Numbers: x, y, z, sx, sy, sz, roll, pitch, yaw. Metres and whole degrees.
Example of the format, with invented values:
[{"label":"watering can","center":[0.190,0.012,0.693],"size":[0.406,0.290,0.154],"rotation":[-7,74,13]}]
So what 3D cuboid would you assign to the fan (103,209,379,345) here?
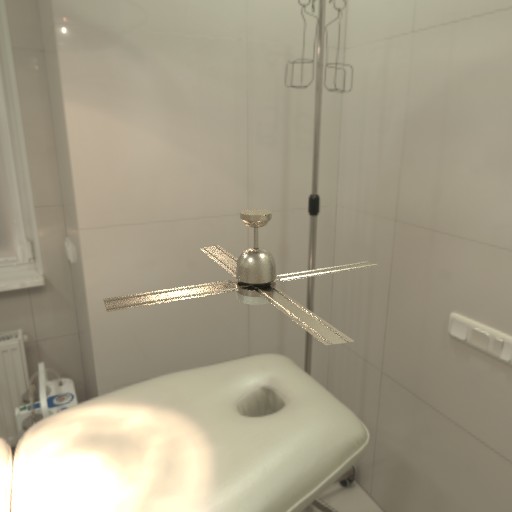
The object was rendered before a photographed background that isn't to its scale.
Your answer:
[{"label":"fan","center":[0.000,0.000,2.025],"size":[1.346,0.406,1.346],"rotation":[-8,18,-25]}]
